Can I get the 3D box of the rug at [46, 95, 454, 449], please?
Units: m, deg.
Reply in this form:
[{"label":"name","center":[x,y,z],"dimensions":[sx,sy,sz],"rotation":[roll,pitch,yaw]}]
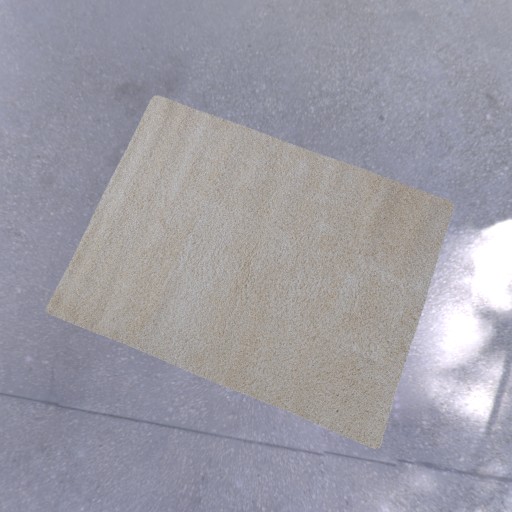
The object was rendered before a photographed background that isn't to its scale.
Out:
[{"label":"rug","center":[0.000,0.000,2.085],"dimensions":[1.600,0.025,1.199],"rotation":[21,78,5]}]
